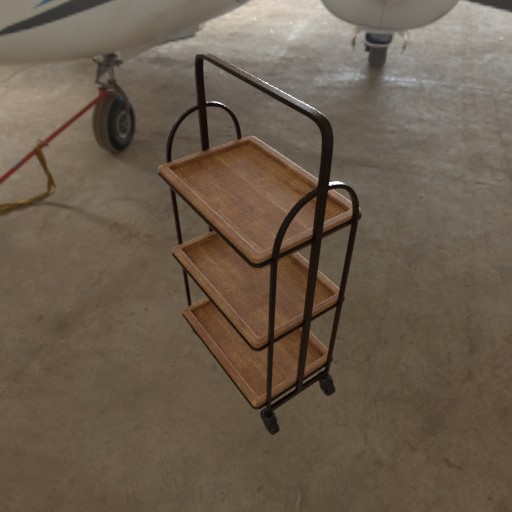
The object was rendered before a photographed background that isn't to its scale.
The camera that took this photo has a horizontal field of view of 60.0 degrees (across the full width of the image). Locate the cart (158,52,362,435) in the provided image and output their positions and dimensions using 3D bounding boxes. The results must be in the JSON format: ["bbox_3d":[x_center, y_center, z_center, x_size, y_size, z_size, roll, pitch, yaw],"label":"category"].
[{"bbox_3d":[0.000,0.000,1.272,0.327,1.001,0.553,-25,48,-25],"label":"cart"}]
